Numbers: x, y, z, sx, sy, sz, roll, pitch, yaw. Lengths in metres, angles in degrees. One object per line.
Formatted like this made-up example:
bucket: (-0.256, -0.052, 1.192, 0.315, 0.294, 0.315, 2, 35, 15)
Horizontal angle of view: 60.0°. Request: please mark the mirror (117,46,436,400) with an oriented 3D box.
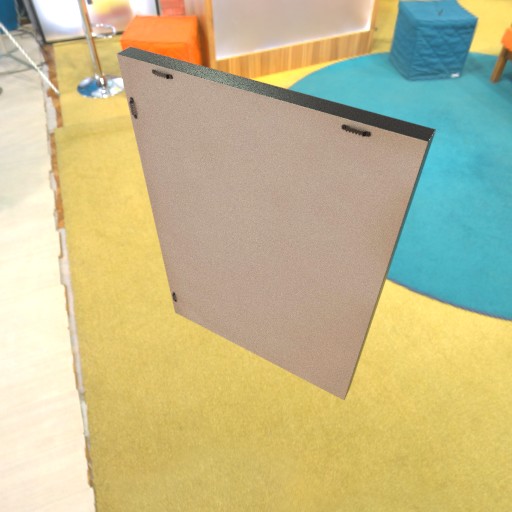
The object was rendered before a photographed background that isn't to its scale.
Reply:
mirror: (0.000, 0.000, 0.897, 0.507, 0.710, 0.039, 23, 51, 20)
